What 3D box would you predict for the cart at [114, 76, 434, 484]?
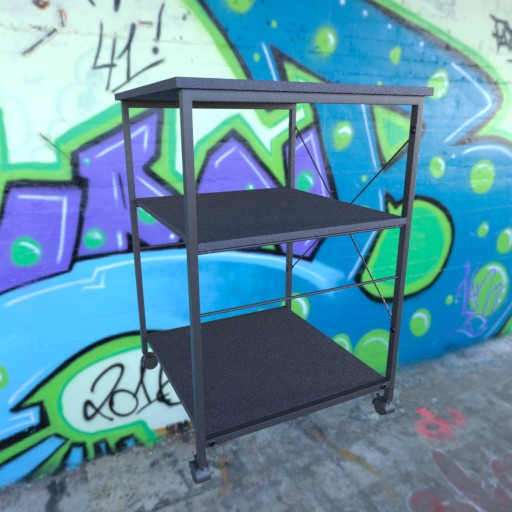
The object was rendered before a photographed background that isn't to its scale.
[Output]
[{"bbox_3d":[0.000,0.000,1.090,0.520,0.762,0.521,-8,19,-25],"label":"cart"}]
